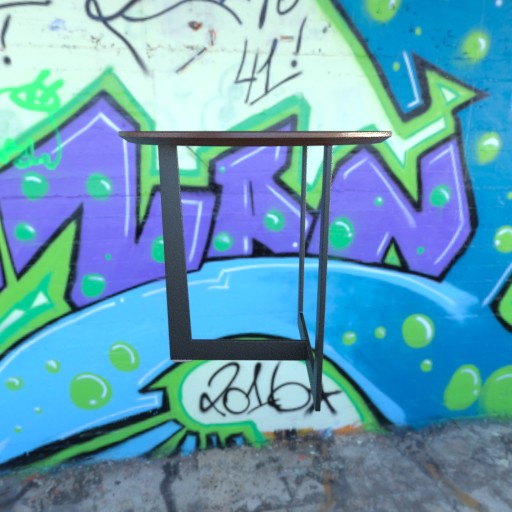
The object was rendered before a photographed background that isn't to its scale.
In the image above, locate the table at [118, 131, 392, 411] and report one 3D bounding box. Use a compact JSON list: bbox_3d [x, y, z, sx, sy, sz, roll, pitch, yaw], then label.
[{"bbox_3d":[0.000,0.000,0.879,0.494,0.476,0.477,-3,16,-10],"label":"table"}]
